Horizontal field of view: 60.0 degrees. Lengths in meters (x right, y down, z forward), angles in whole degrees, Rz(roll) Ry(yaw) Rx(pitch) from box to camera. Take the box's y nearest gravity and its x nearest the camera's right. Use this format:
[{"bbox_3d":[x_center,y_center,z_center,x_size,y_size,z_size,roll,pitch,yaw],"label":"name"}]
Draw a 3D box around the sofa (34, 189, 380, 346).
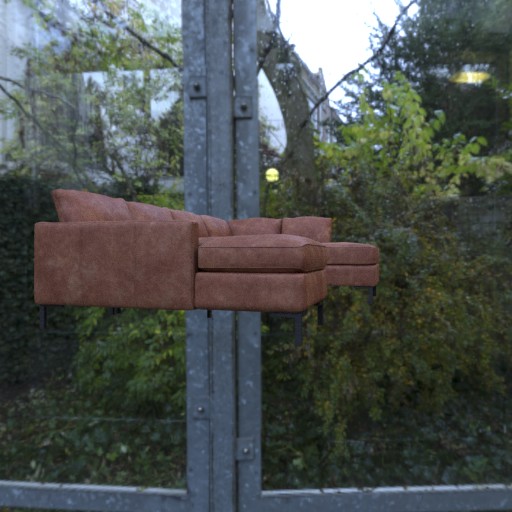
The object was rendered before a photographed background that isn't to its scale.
[{"bbox_3d":[0.000,0.000,3.822,1.939,0.900,2.956,0,0,18],"label":"sofa"}]
